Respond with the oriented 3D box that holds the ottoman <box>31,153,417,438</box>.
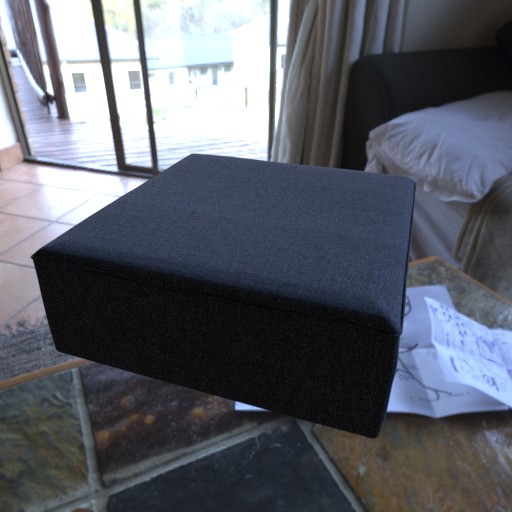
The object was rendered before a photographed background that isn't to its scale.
[{"bbox_3d":[0.000,0.000,1.574,1.023,0.423,1.017,10,31,17],"label":"ottoman"}]
